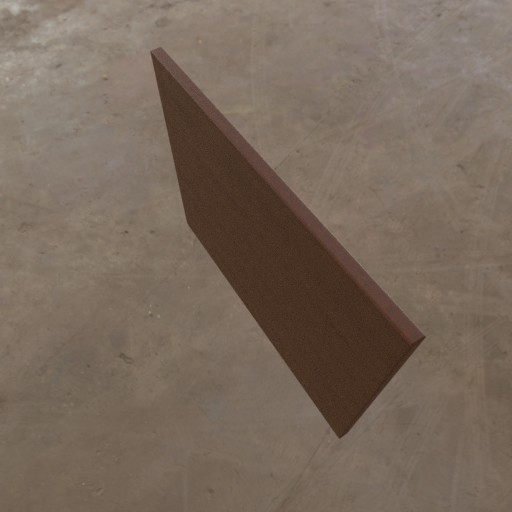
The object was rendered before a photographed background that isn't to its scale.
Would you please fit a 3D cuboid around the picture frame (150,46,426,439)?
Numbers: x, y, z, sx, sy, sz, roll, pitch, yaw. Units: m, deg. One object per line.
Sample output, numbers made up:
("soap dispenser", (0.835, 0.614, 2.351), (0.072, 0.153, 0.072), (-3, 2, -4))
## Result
("picture frame", (0.000, 0.000, 1.710), (0.045, 1.018, 1.329), (-28, 61, -17))
